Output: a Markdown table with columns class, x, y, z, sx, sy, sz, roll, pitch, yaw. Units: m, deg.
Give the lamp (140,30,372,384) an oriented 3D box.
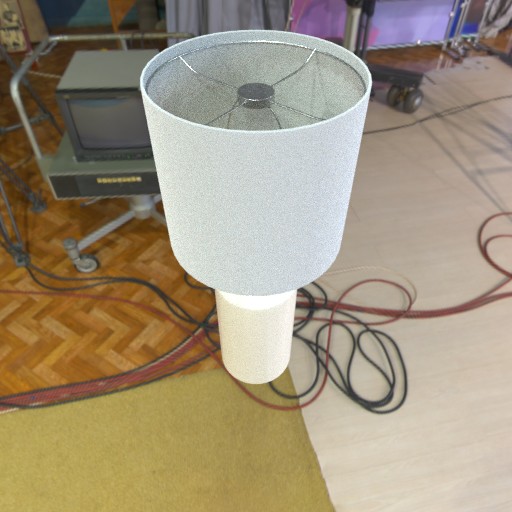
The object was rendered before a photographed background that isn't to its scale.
| class | x | y | z | sx | sy | sz | roll | pitch | yaw |
| --- | --- | --- | --- | --- | --- | --- | --- | --- | --- |
| lamp | 0.000 | 0.000 | 0.588 | 0.212 | 0.493 | 0.212 | 30 | 53 | 25 |
